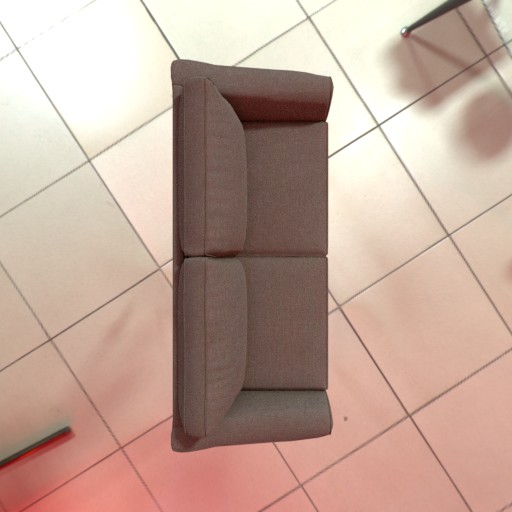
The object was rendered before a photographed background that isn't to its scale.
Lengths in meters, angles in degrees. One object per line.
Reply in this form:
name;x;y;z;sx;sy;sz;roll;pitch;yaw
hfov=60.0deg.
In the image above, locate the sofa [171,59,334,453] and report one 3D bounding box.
sofa;0.000;0.000;2.825;0.986;0.906;2.270;0;90;-1
